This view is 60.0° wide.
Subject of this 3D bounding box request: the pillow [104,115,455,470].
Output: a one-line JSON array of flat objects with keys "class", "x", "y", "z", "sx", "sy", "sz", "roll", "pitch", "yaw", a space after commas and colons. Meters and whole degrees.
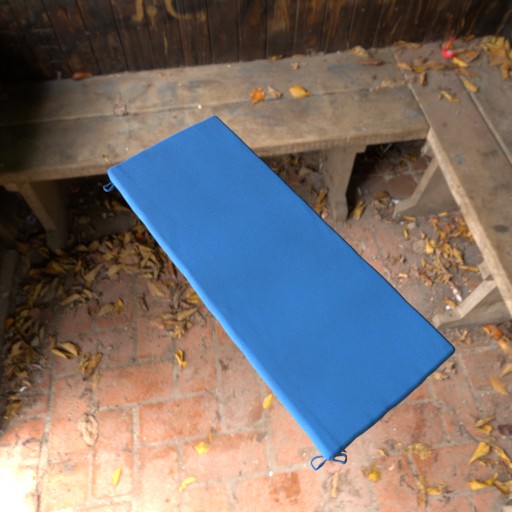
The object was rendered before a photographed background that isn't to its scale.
[{"class": "pillow", "x": 0.000, "y": 0.000, "z": 1.364, "sx": 0.492, "sy": 0.081, "sz": 1.187, "roll": -33, "pitch": 64, "yaw": -18}]
